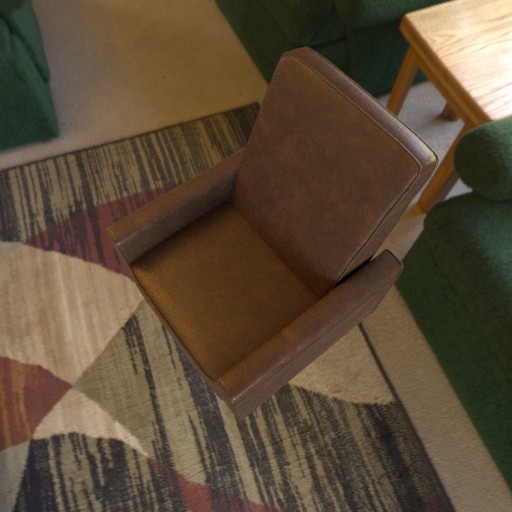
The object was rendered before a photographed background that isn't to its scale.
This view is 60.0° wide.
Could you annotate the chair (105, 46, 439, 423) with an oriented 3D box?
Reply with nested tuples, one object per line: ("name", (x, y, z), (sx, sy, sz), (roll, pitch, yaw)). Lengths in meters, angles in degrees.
("chair", (0.000, 0.000, 1.486), (0.746, 1.013, 0.705), (-36, 69, -16))
